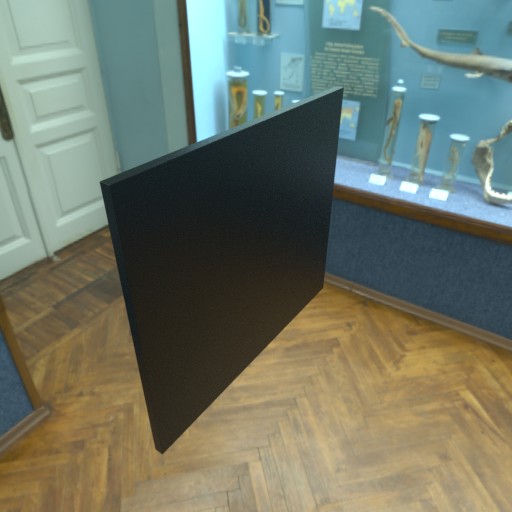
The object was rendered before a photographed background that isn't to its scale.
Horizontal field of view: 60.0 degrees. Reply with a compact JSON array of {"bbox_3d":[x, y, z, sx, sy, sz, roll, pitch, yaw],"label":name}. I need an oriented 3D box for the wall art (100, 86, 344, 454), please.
[{"bbox_3d":[0.000,0.000,0.546,0.012,0.332,0.383,21,39,29],"label":"wall art"}]
